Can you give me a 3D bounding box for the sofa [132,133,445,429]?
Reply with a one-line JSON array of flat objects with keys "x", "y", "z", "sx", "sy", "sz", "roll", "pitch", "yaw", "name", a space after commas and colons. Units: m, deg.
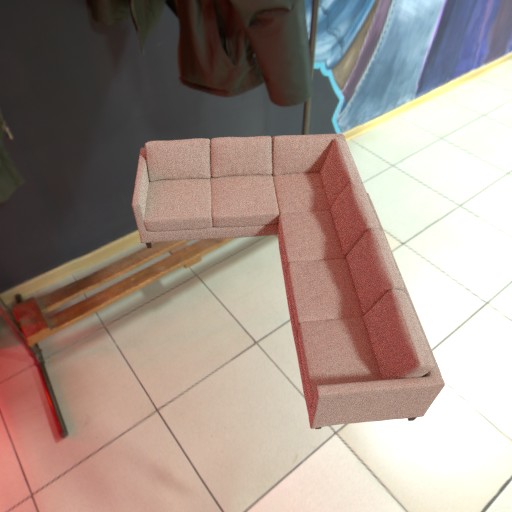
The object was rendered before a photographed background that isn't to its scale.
[{"x": 0.000, "y": 0.000, "z": 4.307, "sx": 2.432, "sy": 0.863, "sz": 3.182, "roll": -4, "pitch": 47, "yaw": -3, "name": "sofa"}]
